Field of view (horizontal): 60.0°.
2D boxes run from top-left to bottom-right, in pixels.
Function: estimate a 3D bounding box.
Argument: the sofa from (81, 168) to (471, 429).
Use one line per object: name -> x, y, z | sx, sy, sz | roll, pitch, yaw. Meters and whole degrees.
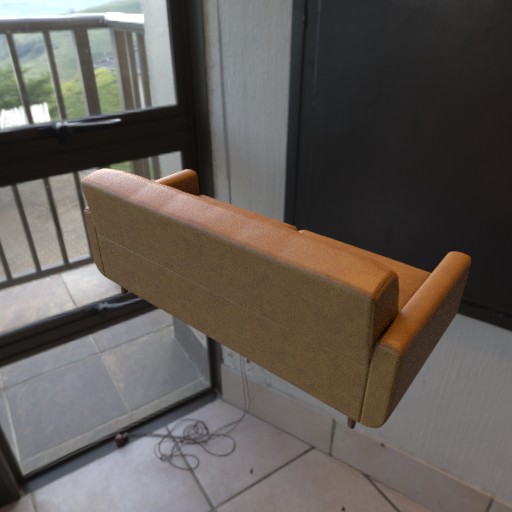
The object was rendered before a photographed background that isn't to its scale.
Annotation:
sofa -> 0.000, 0.000, 2.638 | 2.137, 0.892, 0.980 | 22, 37, 32
